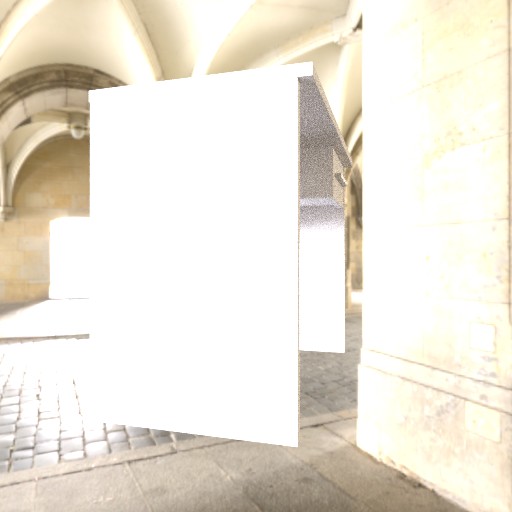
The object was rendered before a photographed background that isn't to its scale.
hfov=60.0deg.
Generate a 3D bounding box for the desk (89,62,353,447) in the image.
[{"bbox_3d":[0.000,0.000,1.337,0.498,0.729,0.900,0,0,17],"label":"desk"}]
